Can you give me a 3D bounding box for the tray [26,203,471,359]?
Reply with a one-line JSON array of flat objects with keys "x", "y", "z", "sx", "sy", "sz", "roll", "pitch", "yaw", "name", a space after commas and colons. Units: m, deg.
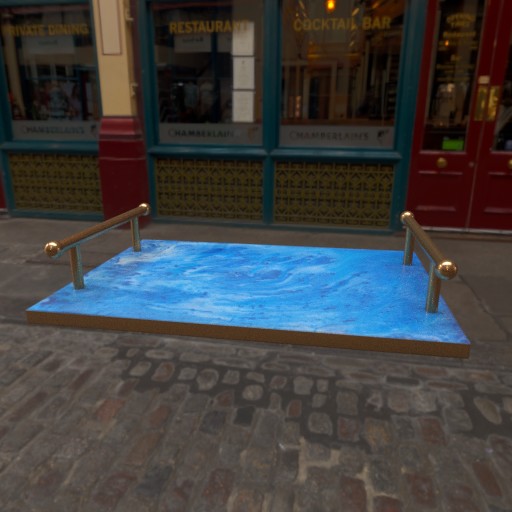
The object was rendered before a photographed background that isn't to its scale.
[{"x": 0.000, "y": 0.000, "z": 0.568, "sx": 0.444, "sy": 0.084, "sz": 0.304, "roll": 3, "pitch": 17, "yaw": 9, "name": "tray"}]
